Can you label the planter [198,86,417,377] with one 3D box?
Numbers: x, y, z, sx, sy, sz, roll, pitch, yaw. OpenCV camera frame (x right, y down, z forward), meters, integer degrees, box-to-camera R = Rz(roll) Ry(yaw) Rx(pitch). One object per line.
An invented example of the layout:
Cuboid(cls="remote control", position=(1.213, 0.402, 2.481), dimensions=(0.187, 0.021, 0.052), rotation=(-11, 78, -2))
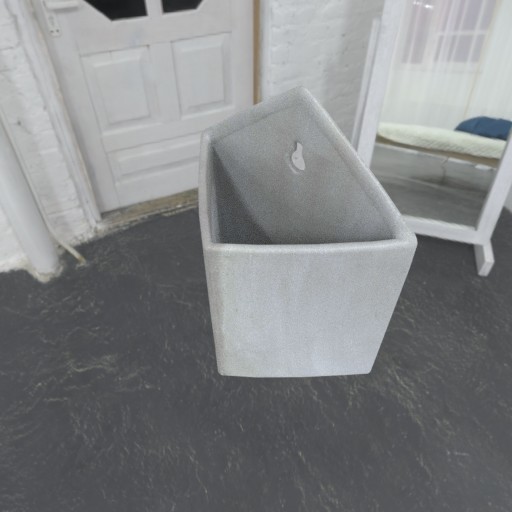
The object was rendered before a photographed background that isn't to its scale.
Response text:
Cuboid(cls="planter", position=(0.000, 0.000, 0.277), dimensions=(0.163, 0.194, 0.080), rotation=(33, 55, 27))
